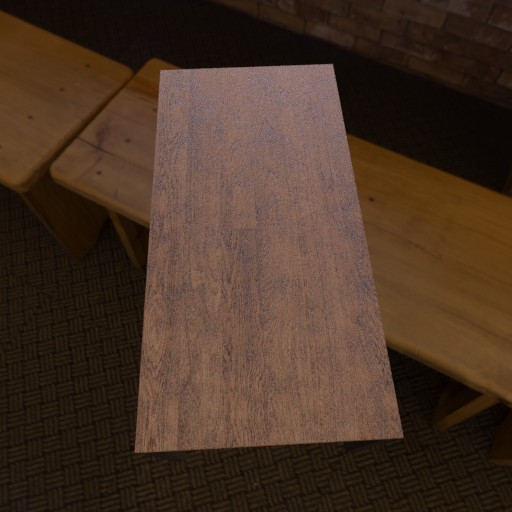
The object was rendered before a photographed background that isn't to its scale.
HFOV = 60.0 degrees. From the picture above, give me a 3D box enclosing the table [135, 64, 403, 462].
[{"bbox_3d":[0.000,0.000,2.222,0.893,0.767,1.805,-3,63,-1],"label":"table"}]
